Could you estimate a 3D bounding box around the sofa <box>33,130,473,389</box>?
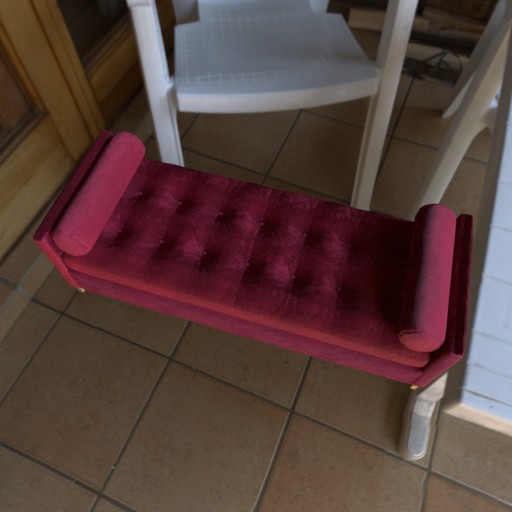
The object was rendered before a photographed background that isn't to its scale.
[{"bbox_3d":[0.000,0.000,2.464,2.102,0.705,0.796,15,61,8],"label":"sofa"}]
